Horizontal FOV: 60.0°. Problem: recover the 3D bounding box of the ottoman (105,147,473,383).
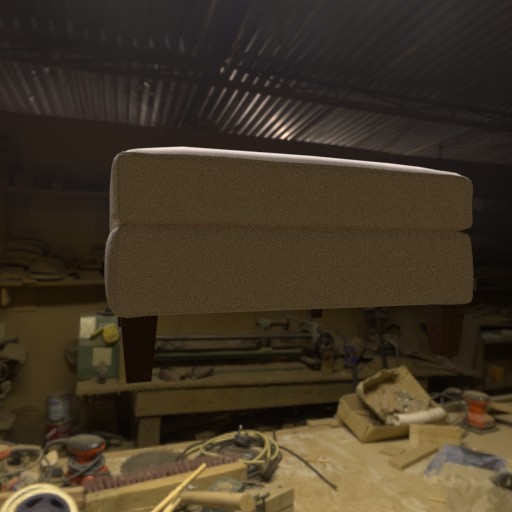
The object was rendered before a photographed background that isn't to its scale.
[{"bbox_3d":[0.000,0.000,1.305,0.838,0.479,0.838,0,0,-18],"label":"ottoman"}]
